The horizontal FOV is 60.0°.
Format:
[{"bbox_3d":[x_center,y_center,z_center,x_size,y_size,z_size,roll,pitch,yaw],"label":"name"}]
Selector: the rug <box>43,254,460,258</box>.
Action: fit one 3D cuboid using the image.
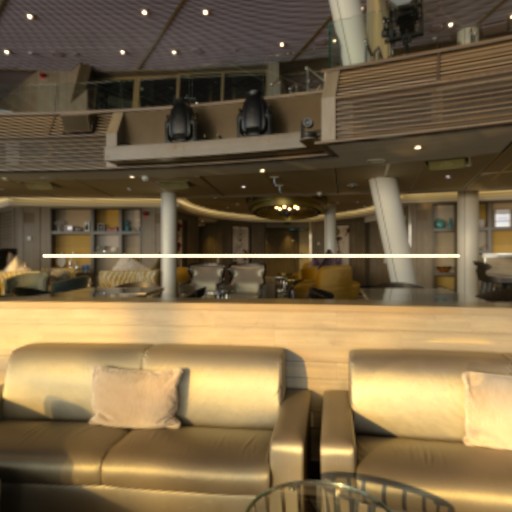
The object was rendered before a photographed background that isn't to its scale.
[{"bbox_3d":[0.000,0.000,4.709,2.734,0.037,3.659,0,0,2],"label":"rug"}]
